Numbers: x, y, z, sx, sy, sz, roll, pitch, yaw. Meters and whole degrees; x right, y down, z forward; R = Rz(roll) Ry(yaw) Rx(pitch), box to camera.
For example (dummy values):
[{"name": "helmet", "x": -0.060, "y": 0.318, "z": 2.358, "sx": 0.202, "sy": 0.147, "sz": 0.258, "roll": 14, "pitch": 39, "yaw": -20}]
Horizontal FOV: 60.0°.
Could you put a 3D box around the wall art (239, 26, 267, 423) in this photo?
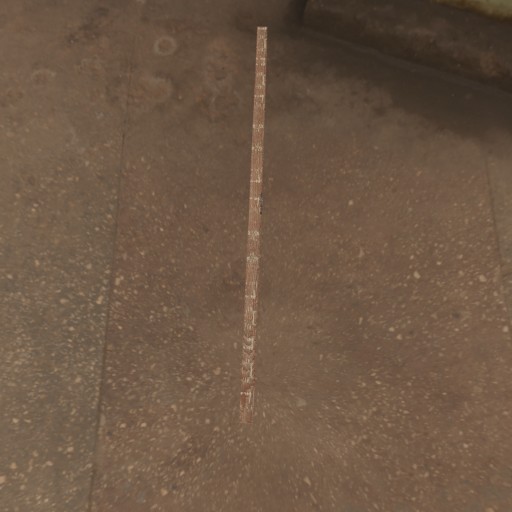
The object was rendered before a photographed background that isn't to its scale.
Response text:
[{"name": "wall art", "x": 0.000, "y": 0.000, "z": 0.590, "sx": 0.012, "sy": 0.384, "sz": 0.384, "roll": 2, "pitch": 75, "yaw": 1}]
